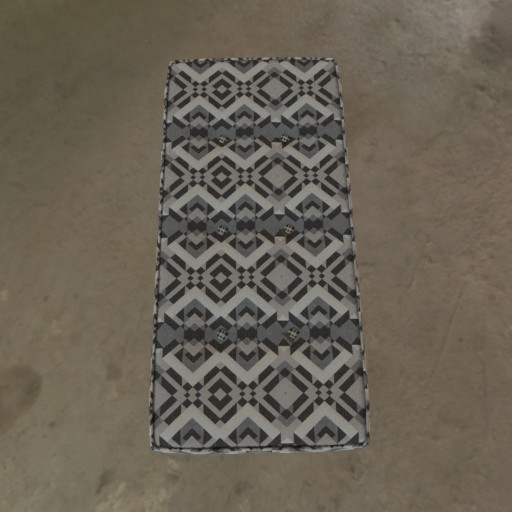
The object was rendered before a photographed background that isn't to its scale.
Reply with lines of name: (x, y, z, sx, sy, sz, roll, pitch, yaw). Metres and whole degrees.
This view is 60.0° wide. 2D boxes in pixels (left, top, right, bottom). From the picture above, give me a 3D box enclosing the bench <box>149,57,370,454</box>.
bench: (0.000, 0.000, 1.294, 0.492, 0.477, 1.016, -1, 73, 0)
